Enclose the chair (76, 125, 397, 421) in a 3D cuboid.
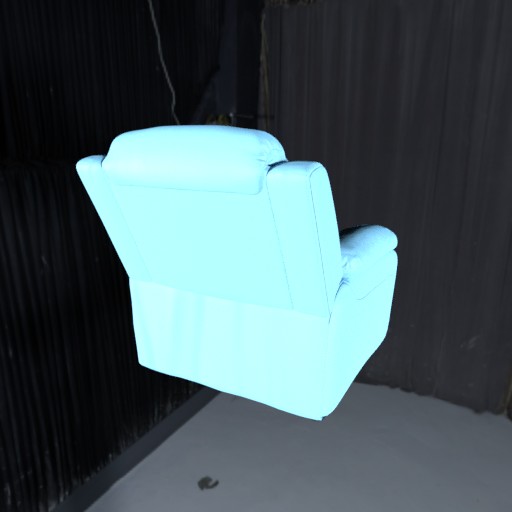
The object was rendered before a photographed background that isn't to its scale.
[{"bbox_3d":[0.000,0.000,1.259,0.680,0.702,0.709,8,17,27],"label":"chair"}]
